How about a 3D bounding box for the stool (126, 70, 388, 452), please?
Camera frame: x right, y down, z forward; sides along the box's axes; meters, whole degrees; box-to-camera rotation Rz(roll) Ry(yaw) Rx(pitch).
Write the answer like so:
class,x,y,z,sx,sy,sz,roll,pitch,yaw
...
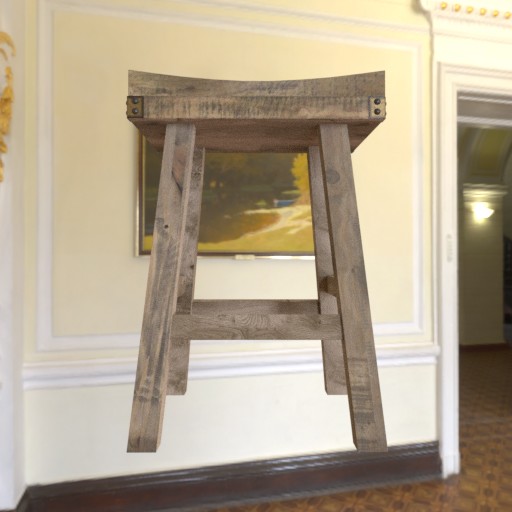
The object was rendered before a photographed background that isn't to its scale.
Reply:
class,x,y,z,sx,sy,sz,roll,pitch,yaw
stool,0.000,0.000,0.882,0.450,0.635,0.330,0,0,0
